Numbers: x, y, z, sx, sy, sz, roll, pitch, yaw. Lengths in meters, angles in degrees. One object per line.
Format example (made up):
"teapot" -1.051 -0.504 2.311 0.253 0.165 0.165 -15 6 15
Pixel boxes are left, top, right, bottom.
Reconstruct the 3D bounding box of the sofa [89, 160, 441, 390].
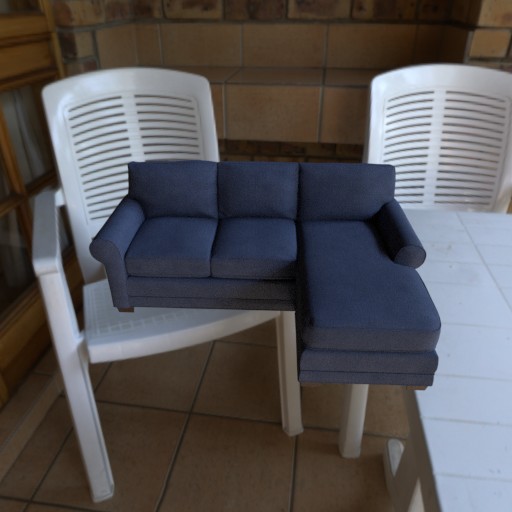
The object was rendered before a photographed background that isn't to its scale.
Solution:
"sofa" 0.000 0.000 3.495 2.567 1.063 1.780 1 31 2
